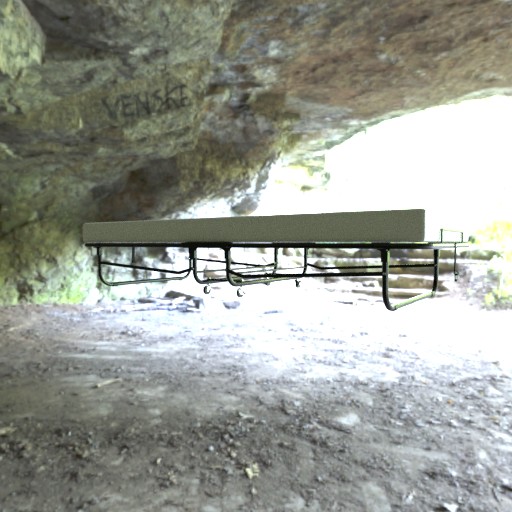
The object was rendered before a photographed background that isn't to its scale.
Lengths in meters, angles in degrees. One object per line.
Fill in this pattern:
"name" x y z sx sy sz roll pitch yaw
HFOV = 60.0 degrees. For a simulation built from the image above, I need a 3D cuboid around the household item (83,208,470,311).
"household item" 0.000 0.000 2.251 1.905 0.356 0.787 1 2 35
